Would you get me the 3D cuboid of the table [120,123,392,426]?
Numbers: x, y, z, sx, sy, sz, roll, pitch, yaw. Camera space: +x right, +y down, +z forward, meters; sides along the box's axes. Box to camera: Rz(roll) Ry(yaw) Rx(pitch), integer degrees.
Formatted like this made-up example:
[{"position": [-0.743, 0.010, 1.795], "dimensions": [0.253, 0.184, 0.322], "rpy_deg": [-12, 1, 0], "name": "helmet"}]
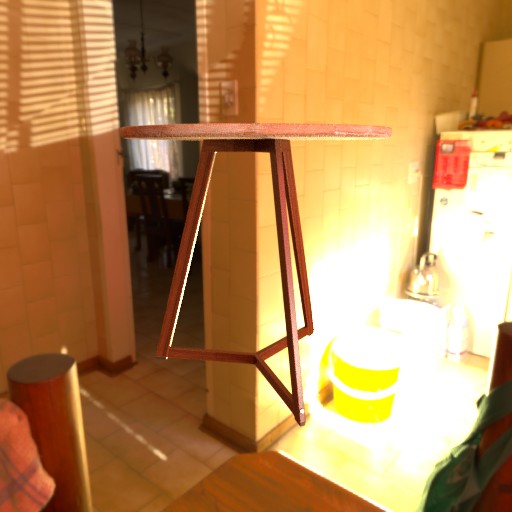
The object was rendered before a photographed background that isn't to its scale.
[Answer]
[{"position": [0.000, 0.000, 0.909], "dimensions": [0.500, 0.500, 0.500], "rpy_deg": [0, 14, 0], "name": "table"}]
